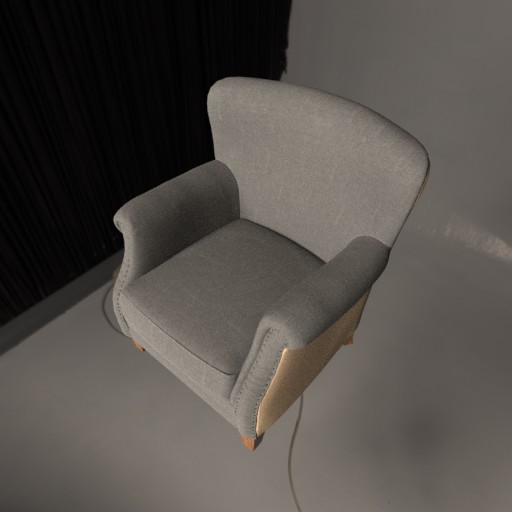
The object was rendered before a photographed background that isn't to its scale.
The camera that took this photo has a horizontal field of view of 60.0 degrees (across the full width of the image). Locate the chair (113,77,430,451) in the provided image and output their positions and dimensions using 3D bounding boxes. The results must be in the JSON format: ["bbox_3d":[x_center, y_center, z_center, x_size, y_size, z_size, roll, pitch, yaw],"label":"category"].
[{"bbox_3d":[0.000,0.000,1.620,0.861,0.936,0.921,31,53,27],"label":"chair"}]
